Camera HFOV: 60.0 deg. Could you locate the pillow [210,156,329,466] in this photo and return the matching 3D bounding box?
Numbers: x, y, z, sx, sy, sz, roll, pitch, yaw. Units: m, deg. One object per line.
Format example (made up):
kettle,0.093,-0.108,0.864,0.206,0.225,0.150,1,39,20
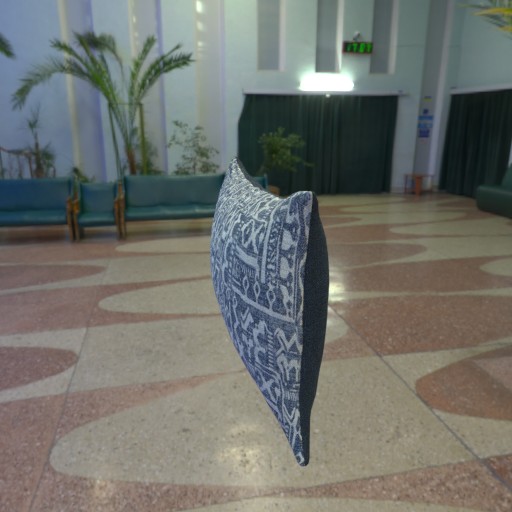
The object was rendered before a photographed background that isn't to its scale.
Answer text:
pillow,0.000,0.000,0.729,0.148,0.292,0.631,-3,16,-9
